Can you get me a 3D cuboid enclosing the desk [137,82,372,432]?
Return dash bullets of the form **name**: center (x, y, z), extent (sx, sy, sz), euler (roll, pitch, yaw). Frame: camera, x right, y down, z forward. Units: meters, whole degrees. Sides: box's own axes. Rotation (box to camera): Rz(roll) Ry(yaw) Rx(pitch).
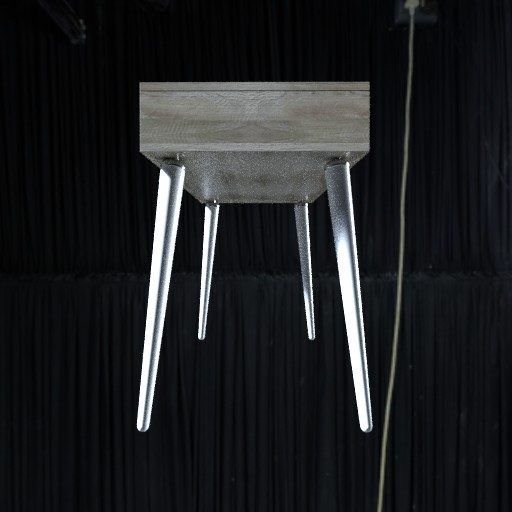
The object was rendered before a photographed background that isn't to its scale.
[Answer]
- **desk**: center (0.000, 0.000, 1.400), extent (0.491, 0.723, 0.979), euler (0, 1, 0)
